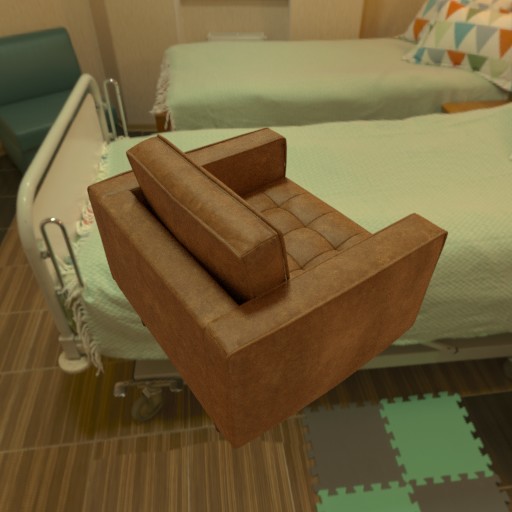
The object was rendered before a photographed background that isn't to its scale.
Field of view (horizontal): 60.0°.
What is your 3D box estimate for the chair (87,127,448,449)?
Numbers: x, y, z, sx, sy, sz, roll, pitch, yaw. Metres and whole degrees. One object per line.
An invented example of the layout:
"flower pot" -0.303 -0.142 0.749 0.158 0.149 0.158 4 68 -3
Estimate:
"chair" 0.000 0.000 1.536 0.798 0.767 0.928 -26 47 -27
